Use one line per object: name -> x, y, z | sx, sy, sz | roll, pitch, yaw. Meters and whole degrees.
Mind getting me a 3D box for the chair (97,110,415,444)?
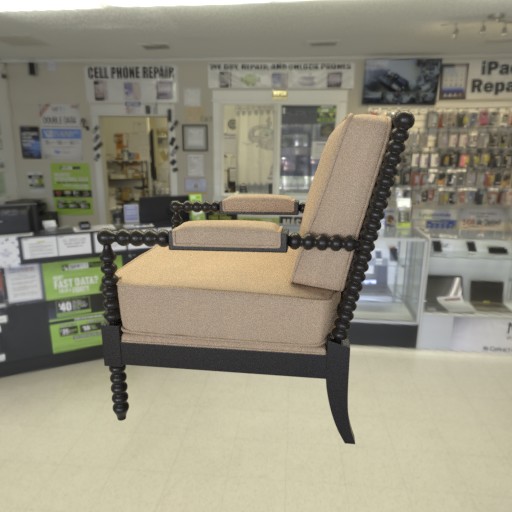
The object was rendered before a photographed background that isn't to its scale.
chair -> 0.000, 0.000, 1.173 | 0.657, 0.703, 0.555 | 2, 14, 8
